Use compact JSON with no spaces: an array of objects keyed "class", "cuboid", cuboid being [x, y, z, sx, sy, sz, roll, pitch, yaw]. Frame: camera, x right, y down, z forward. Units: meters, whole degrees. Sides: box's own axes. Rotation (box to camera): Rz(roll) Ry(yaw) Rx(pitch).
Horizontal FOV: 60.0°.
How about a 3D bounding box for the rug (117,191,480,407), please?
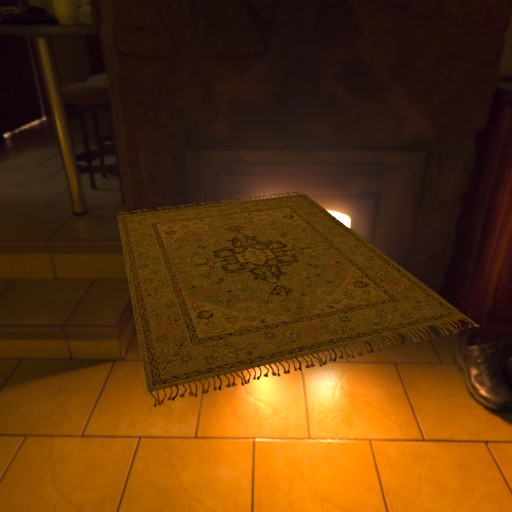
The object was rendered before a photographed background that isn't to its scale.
[{"class":"rug","cuboid":[0.000,0.000,3.502,1.971,0.010,2.651,-9,29,-17]}]
